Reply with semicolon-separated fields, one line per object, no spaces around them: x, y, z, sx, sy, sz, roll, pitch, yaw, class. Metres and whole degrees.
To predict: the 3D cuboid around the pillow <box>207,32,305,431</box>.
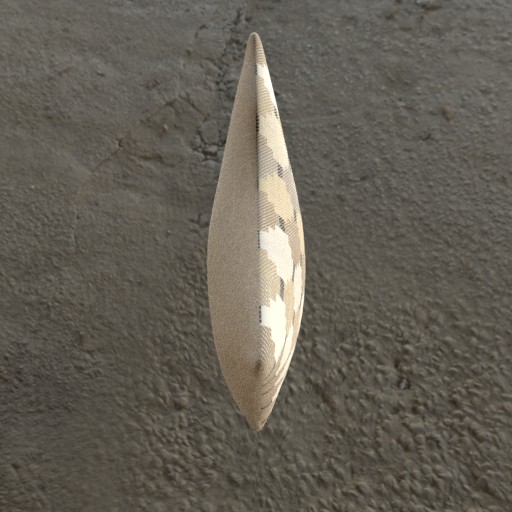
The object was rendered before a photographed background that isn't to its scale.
0.000;0.000;0.842;0.192;0.558;0.578;-1;64;0;pillow
